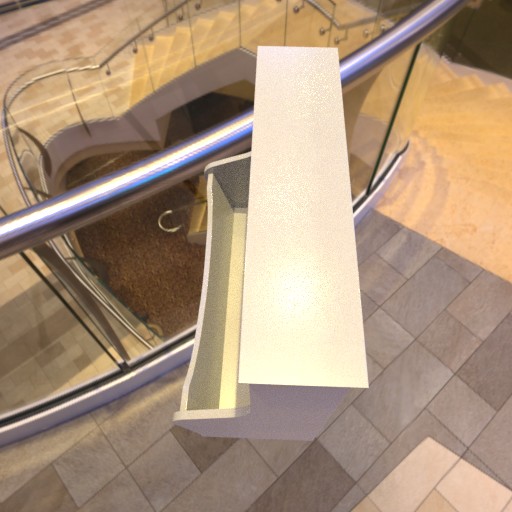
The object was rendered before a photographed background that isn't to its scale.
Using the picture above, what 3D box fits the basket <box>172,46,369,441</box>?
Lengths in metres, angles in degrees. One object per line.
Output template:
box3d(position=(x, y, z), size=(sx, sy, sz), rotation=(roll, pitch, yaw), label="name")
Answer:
box3d(position=(0.000, 0.000, 1.089), size=(0.350, 0.600, 0.780), rotation=(2, 59, 1), label="basket")
